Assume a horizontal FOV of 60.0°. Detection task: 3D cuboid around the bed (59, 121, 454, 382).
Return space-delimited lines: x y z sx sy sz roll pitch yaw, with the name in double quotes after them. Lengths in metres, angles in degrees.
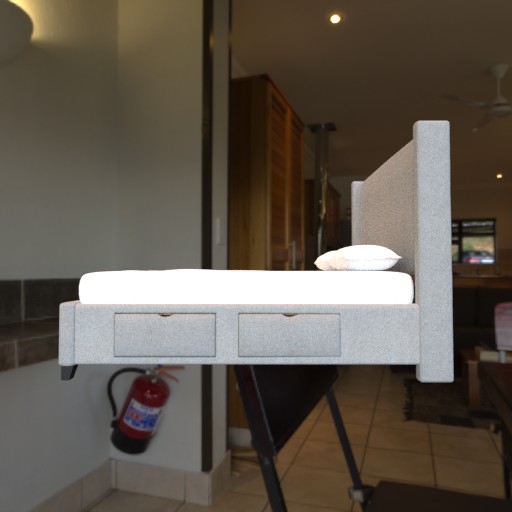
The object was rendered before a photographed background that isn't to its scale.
0.000 0.000 3.384 2.222 1.491 1.774 0 -2 0 "bed"
